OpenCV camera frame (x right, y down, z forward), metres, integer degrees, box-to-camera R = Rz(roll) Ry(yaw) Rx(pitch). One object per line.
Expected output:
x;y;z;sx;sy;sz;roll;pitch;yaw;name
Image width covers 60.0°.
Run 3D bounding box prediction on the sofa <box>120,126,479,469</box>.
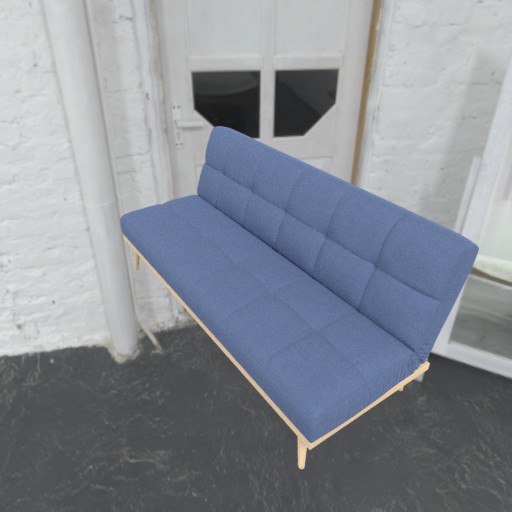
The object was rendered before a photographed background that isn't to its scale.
0.000;0.000;2.240;0.796;0.800;1.800;-21;38;-29;sofa
